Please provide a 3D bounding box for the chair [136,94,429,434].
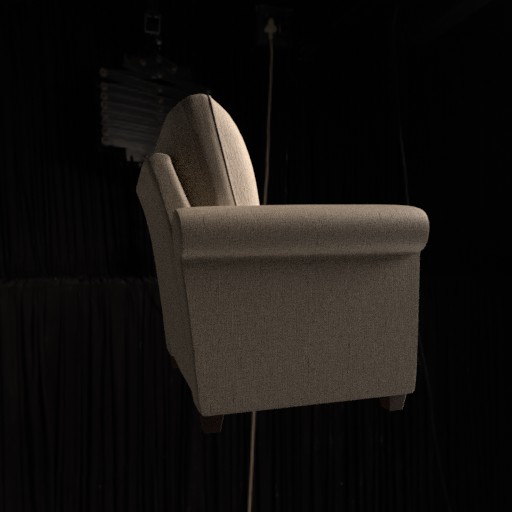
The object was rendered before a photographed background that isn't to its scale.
[{"bbox_3d":[0.000,0.000,2.309,1.180,1.349,1.275,0,1,-17],"label":"chair"}]
